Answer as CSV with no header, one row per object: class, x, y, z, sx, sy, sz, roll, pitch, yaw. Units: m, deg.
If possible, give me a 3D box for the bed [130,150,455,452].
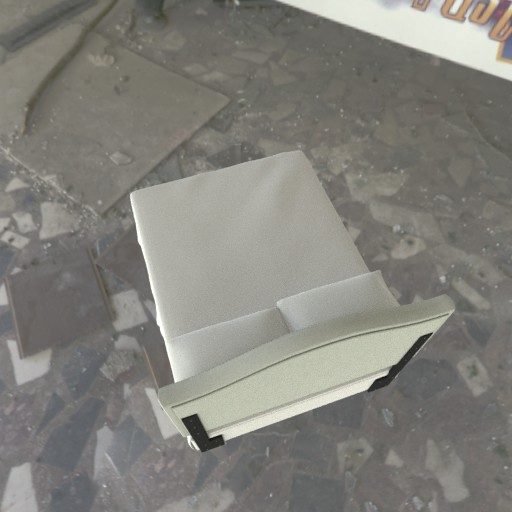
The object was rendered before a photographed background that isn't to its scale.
bed,0.000,0.000,3.441,1.813,1.607,2.180,-16,59,-10
